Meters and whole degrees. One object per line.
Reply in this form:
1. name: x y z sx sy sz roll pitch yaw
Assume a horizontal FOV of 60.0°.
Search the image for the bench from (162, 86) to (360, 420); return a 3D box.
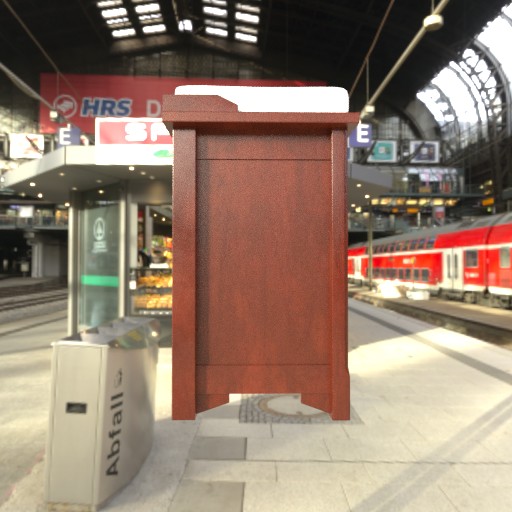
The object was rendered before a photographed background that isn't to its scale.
1. bench: 0.000 0.000 1.316 0.369 0.646 0.987 0 -1 -1
